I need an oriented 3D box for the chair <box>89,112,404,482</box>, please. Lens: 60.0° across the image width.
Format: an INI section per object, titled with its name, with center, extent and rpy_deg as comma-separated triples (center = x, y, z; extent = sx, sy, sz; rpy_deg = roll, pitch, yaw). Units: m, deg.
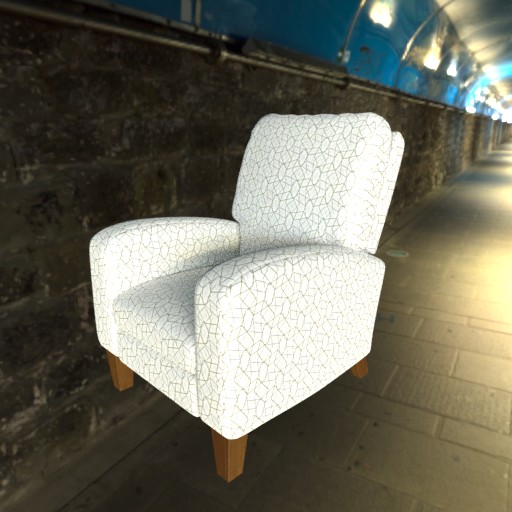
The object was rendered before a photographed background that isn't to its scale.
[chair]
center = 0.000, 0.000, 1.713
extent = 0.995, 1.064, 0.796
rpy_deg = -16, 23, -42
